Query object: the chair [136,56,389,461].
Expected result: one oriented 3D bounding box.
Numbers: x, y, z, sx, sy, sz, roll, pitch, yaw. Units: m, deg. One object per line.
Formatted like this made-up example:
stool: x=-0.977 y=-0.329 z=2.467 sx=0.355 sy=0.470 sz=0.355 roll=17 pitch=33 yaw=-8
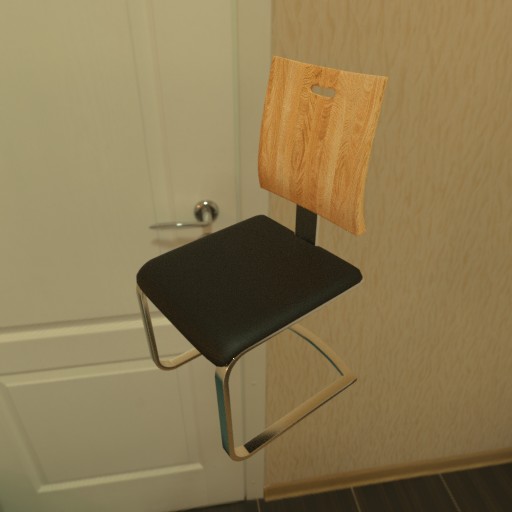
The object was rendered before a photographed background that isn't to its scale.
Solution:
chair: x=0.000 y=0.000 z=1.219 sx=0.560 sy=0.936 sz=0.462 roll=-23 pitch=39 yaw=-31
